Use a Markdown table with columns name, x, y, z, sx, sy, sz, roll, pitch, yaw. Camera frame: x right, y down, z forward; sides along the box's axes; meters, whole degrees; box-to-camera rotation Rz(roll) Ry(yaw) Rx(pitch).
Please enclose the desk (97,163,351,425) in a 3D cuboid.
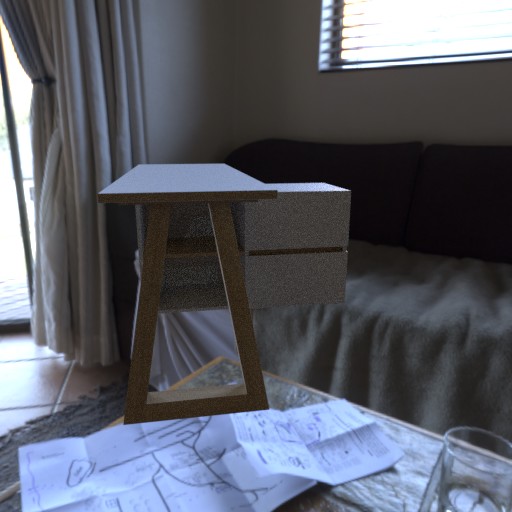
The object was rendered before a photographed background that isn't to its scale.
| name | x | y | z | sx | sy | sz | roll | pitch | yaw |
| --- | --- | --- | --- | --- | --- | --- | --- | --- | --- |
| desk | 0.000 | 0.000 | 2.025 | 1.098 | 0.755 | 1.404 | -3 | 15 | -10 |
